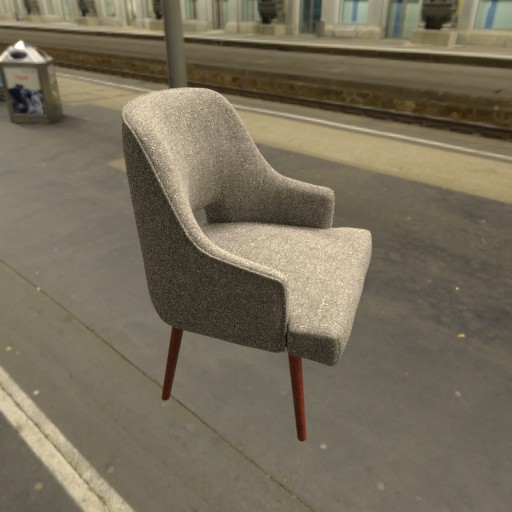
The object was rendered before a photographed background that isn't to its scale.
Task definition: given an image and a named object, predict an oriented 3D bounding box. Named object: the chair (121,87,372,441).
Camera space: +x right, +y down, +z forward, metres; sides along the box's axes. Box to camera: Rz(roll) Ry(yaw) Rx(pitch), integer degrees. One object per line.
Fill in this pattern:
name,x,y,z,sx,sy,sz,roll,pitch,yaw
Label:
chair,0.000,0.000,1.301,0.629,0.875,0.608,10,31,17
